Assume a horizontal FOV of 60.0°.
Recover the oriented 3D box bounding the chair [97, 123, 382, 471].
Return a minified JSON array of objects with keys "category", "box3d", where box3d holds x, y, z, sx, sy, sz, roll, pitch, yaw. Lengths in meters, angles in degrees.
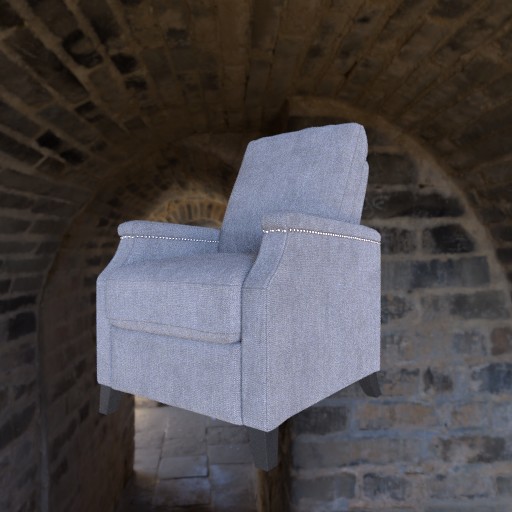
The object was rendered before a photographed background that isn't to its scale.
[{"category":"chair","box3d":[0.000,0.000,1.609,0.710,1.049,0.922,0,0,37]}]
